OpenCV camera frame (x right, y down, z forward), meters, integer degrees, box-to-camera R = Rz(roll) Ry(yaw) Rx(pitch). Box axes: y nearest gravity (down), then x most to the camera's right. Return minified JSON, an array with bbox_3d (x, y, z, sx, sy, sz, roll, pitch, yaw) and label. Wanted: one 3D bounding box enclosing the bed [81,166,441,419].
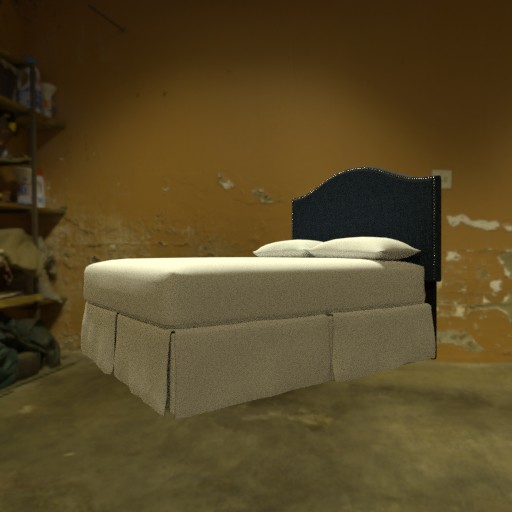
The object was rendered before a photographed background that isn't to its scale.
[{"bbox_3d":[0.000,0.000,3.272,2.153,1.518,1.713,0,0,-35],"label":"bed"}]
